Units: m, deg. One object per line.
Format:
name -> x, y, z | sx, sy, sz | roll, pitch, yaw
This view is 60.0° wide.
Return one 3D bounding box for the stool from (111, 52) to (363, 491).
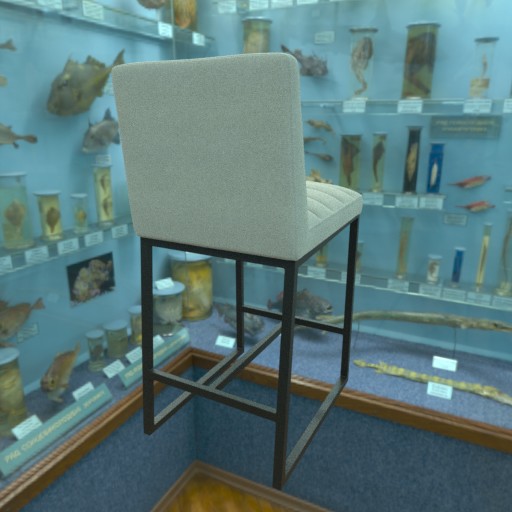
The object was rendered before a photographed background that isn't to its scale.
stool -> 0.000, 0.000, 1.250 | 0.459, 0.971, 0.567 | 9, 19, 27
